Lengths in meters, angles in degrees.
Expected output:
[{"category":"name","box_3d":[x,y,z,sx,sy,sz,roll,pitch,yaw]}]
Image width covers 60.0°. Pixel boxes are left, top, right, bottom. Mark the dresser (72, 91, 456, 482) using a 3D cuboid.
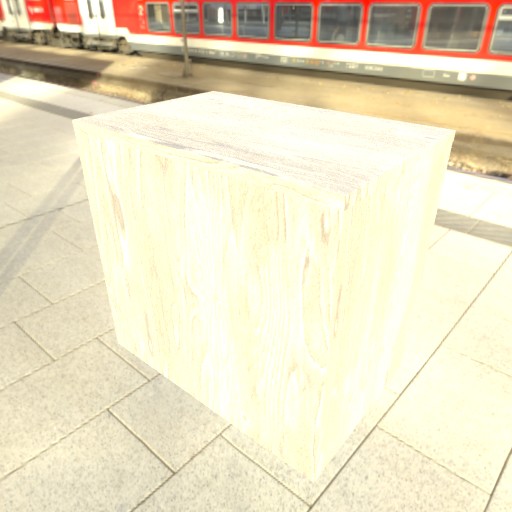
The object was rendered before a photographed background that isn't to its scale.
[{"category":"dresser","box_3d":[0.000,0.000,1.304,0.809,0.762,0.529,23,37,33]}]
